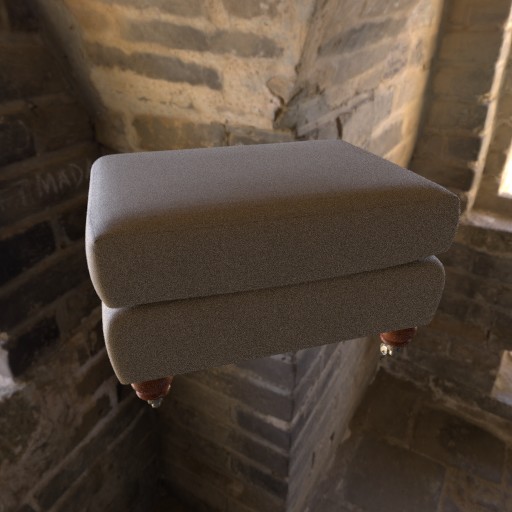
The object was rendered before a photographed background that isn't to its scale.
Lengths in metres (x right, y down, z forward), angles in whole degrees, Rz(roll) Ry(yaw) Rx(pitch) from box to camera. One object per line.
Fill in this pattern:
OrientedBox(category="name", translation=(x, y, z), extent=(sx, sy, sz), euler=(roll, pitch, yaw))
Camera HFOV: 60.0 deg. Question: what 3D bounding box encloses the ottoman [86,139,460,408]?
OrientedBox(category="ottoman", translation=(0.000, 0.000, 1.147), extent=(0.773, 0.504, 0.569), euler=(-8, 28, -15))
